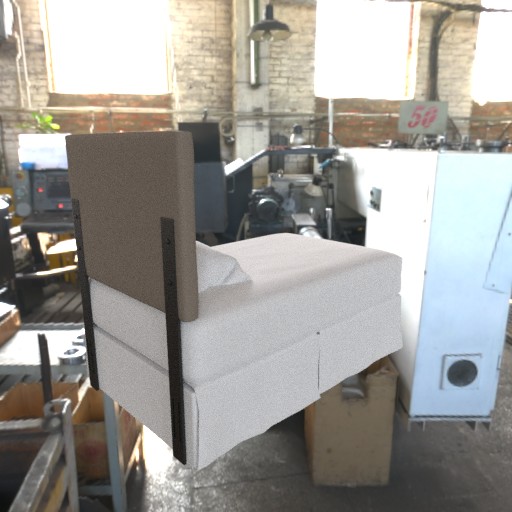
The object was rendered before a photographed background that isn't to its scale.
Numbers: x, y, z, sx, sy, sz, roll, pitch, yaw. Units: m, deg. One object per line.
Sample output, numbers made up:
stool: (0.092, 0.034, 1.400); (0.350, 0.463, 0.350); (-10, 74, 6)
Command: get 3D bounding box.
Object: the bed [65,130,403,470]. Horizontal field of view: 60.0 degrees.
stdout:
bed: (0.000, 0.000, 2.988); (1.997, 1.571, 1.261); (-13, 19, -43)
